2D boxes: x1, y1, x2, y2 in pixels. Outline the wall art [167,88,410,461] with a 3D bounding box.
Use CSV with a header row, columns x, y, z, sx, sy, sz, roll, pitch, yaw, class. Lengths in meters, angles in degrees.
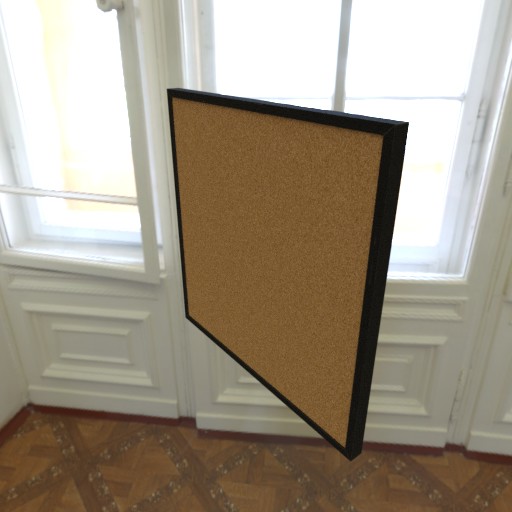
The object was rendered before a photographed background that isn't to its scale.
x,y,z,sx,sy,sz,roll,pitch,yaw,class
0.000,0.000,1.144,0.037,0.761,0.761,-19,31,-34,wall art
